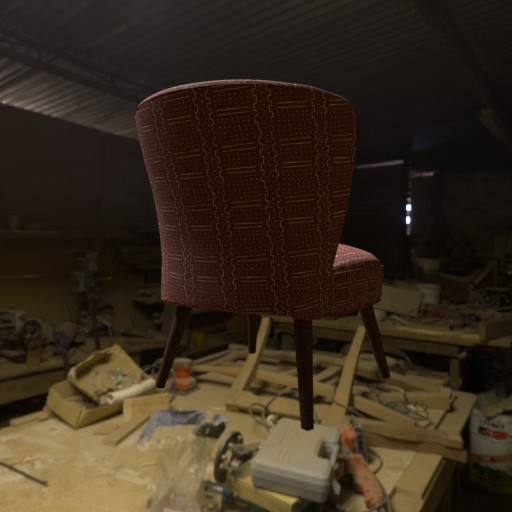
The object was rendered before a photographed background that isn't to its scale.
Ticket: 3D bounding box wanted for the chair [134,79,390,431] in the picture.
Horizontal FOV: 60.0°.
[{"bbox_3d":[0.000,0.000,1.410,0.706,0.866,0.758,2,3,36],"label":"chair"}]
